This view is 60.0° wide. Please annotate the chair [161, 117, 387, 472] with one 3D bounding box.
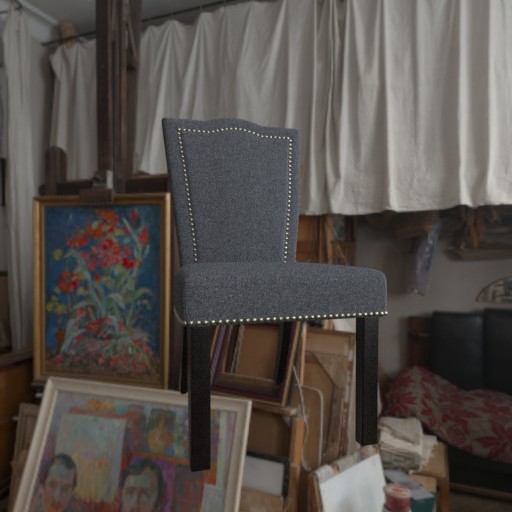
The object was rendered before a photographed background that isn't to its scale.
[{"bbox_3d":[0.000,0.000,1.299,0.518,0.946,0.589,0,1,-18],"label":"chair"}]
